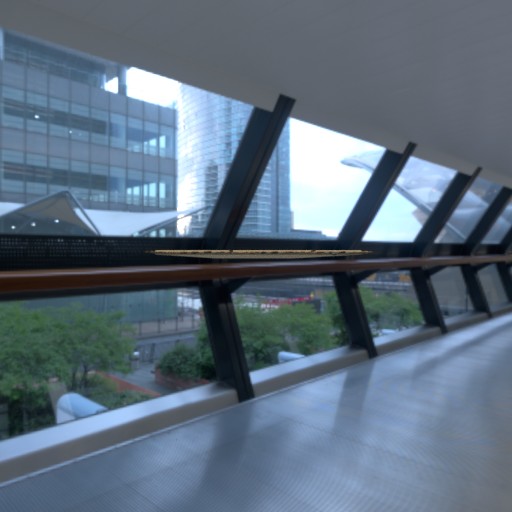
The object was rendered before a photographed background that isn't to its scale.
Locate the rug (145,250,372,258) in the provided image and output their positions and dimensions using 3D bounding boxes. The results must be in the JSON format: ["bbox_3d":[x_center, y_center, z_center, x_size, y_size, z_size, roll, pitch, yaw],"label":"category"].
[{"bbox_3d":[0.000,0.000,2.625,0.729,0.021,2.438,0,-1,-1],"label":"rug"}]
